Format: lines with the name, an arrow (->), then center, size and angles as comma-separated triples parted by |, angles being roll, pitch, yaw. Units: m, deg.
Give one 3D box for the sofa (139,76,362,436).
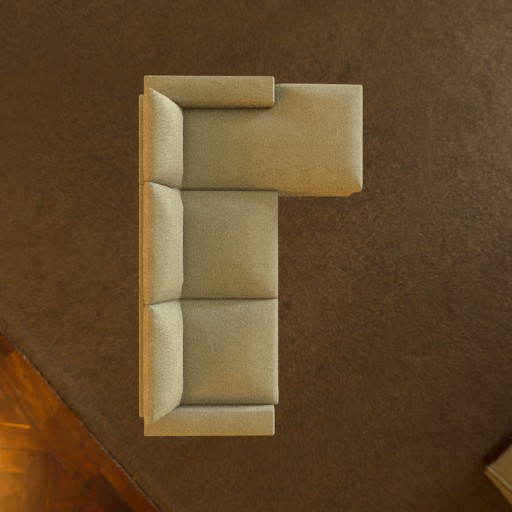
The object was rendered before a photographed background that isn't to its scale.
sofa -> 0.000, 0.000, 3.441 | 1.689, 0.813, 2.718 | 0, 90, -1
